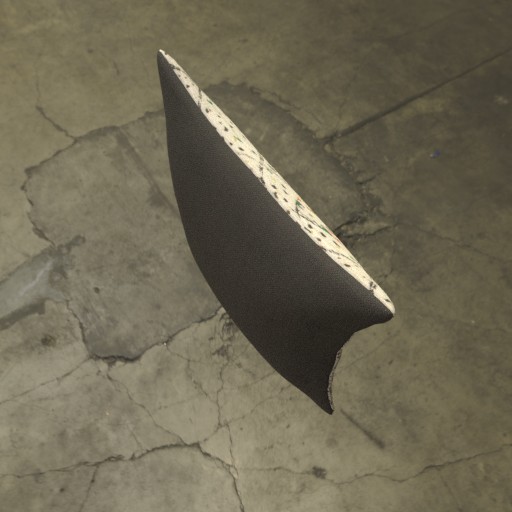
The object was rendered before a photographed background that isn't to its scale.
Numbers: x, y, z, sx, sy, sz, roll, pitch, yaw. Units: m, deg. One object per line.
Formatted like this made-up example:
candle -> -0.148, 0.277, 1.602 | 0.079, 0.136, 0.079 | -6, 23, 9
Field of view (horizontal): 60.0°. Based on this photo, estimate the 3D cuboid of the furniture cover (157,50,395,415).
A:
furniture cover -> 0.000, 0.000, 0.770 | 0.180, 0.498, 0.525 | -30, 63, -17
